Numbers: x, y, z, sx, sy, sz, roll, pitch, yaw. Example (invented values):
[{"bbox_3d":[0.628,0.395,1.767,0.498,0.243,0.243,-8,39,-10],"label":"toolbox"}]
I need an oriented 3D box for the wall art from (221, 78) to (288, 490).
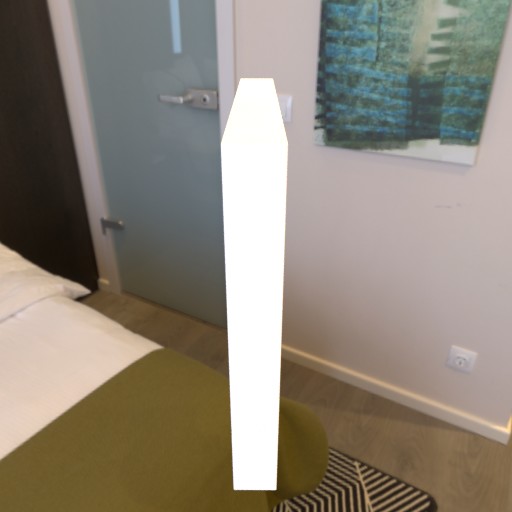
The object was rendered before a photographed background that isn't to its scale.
[{"bbox_3d":[0.000,0.000,0.453,0.038,0.305,0.305,0,28,0],"label":"wall art"}]
